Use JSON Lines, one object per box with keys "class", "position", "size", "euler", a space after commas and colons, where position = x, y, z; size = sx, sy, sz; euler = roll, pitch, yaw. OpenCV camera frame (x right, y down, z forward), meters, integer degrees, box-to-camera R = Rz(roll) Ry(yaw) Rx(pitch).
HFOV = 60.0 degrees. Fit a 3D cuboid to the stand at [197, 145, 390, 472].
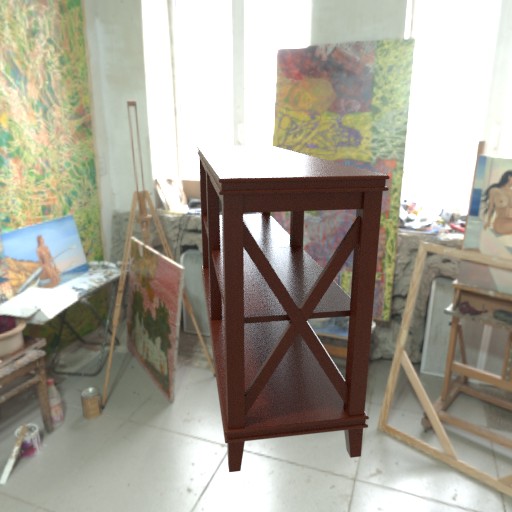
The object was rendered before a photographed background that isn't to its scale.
{"class": "stand", "position": [0.000, 0.000, 1.714], "size": [0.381, 0.762, 1.372], "euler": [-3, 17, -9]}
